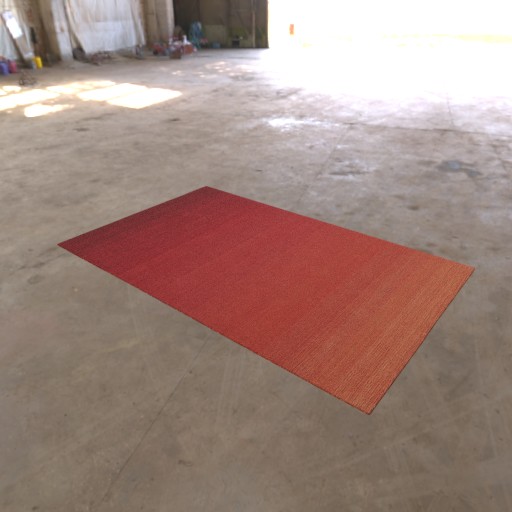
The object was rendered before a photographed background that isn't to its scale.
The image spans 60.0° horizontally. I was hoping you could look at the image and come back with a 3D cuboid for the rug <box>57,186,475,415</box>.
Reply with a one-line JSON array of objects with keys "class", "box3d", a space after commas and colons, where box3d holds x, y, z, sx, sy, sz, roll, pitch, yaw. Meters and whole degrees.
[{"class": "rug", "box3d": [0.000, 0.000, 3.033, 2.442, 0.010, 1.531, 21, 36, 33]}]
